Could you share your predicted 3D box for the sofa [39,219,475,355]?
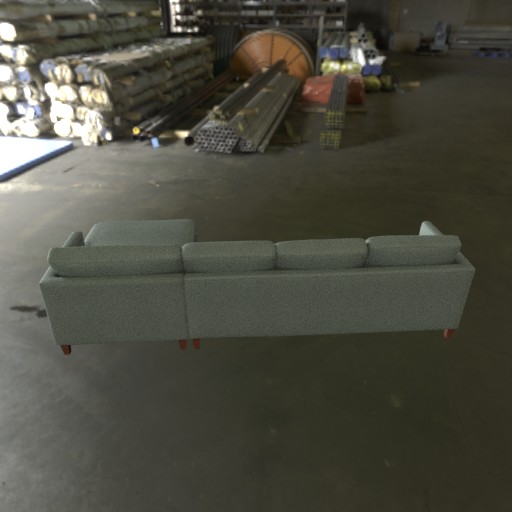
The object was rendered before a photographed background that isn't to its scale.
[{"bbox_3d":[0.000,0.000,4.256,3.471,0.950,1.604,-2,30,-3],"label":"sofa"}]
